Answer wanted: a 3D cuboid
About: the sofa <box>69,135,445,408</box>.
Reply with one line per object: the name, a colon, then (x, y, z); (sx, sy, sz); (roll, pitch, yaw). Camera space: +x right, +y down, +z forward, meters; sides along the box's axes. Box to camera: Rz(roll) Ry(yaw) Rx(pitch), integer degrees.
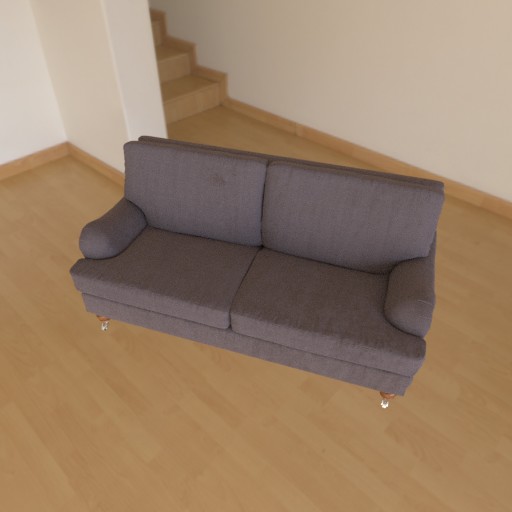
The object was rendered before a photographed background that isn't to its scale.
sofa: (0.000, 0.000, 2.864); (2.165, 1.087, 1.086); (12, 42, 14)
